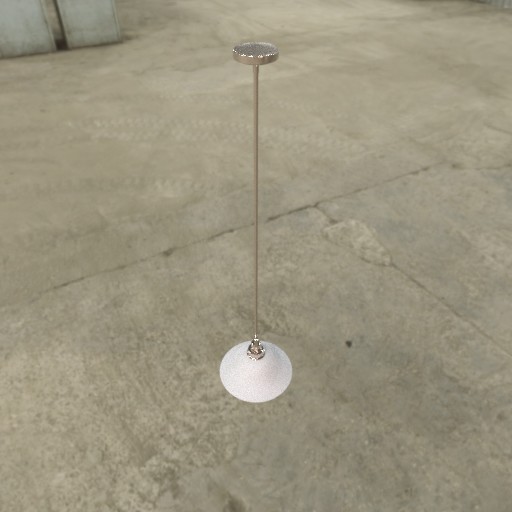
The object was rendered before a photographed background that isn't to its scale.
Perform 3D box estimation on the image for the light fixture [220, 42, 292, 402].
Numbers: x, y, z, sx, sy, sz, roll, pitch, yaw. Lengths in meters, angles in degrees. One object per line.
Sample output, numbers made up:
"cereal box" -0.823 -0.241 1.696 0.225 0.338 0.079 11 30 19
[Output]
"light fixture" 0.000 0.000 1.537 0.324 1.354 0.324 -1 41 -1
